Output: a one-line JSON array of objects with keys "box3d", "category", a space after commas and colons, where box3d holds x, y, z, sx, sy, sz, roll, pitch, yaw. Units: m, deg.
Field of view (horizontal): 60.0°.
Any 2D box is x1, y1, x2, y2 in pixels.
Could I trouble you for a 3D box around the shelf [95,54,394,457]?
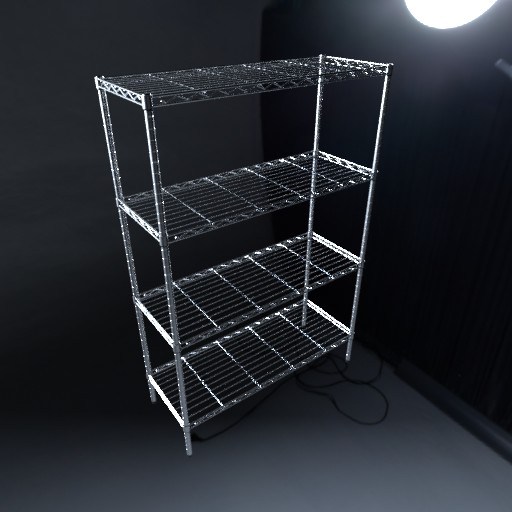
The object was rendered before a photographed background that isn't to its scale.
[{"box3d": [0.000, 0.000, 1.735, 0.907, 1.360, 0.352, -20, 36, -30], "category": "shelf"}]
